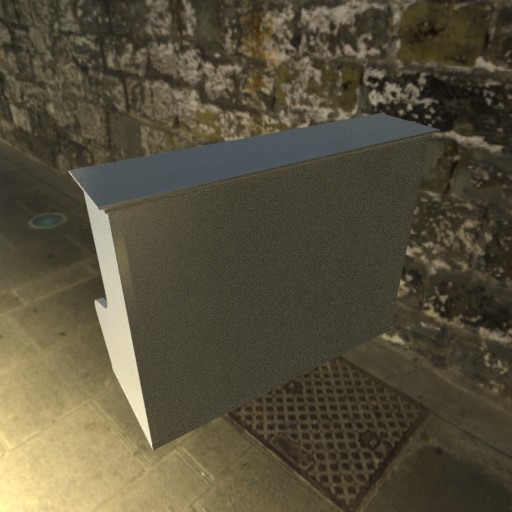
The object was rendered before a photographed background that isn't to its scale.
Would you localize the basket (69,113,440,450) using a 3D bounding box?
[{"bbox_3d":[0.000,0.000,1.117,0.780,0.600,0.350,-18,36,-28],"label":"basket"}]
